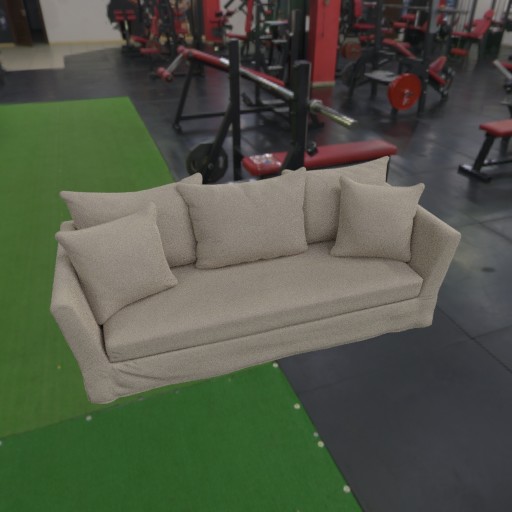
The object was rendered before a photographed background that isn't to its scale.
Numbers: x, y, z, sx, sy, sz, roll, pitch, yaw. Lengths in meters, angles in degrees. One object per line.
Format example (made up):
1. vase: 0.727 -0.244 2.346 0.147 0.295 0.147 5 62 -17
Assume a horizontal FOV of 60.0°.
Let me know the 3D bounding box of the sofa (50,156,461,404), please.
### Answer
1. sofa: 0.000 0.000 3.060 2.499 1.047 1.046 -10 33 -15
